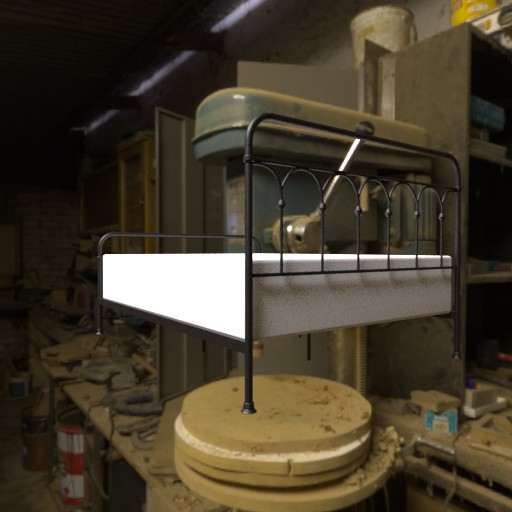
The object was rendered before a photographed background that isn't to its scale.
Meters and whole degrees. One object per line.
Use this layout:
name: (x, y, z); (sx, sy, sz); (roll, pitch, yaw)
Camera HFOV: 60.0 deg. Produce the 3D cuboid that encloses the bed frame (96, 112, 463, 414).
bed frame: (0.000, 0.000, 3.196); (1.664, 1.276, 2.203); (-1, 1, -35)
